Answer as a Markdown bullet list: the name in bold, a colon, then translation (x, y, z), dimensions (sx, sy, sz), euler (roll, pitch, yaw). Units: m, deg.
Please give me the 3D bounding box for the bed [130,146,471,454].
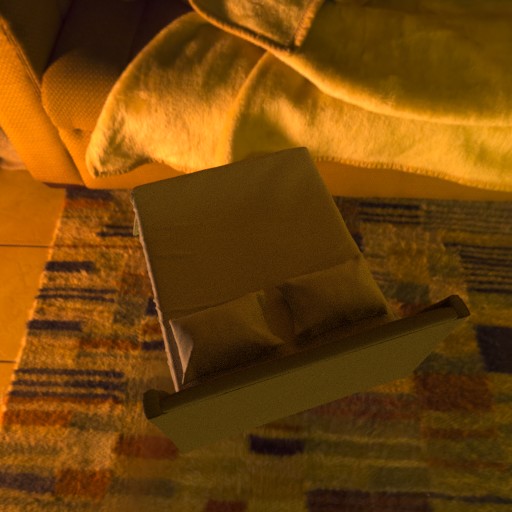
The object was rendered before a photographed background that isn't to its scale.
- **bed**: translation (0.000, 0.000, 3.507), dimensions (1.925, 1.332, 2.276), euler (-15, 60, -9)
